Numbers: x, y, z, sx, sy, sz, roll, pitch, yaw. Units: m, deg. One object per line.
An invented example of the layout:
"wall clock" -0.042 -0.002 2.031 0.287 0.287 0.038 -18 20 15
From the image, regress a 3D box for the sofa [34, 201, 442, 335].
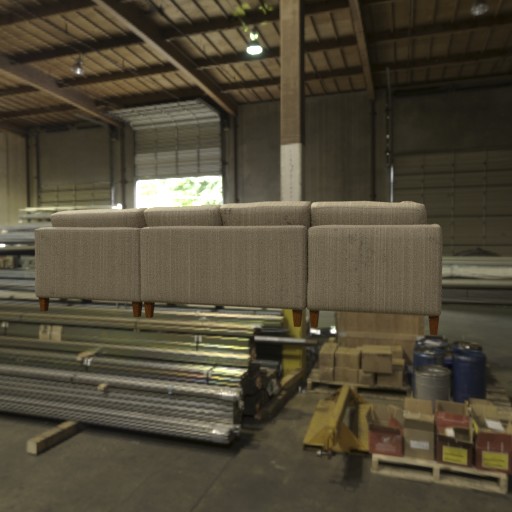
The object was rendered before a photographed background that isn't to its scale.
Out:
"sofa" 0.000 0.000 4.701 3.460 0.961 2.594 1 2 18
